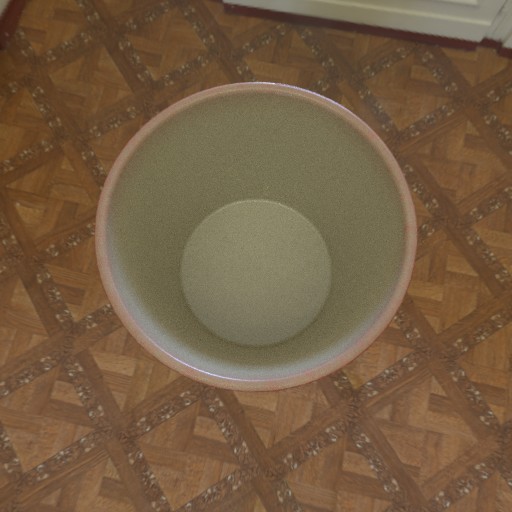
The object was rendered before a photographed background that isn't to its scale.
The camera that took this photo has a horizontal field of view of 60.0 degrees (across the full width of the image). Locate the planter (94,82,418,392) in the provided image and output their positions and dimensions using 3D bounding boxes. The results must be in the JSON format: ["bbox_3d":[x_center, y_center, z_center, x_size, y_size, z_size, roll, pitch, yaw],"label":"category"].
[{"bbox_3d":[0.000,0.000,0.488,0.273,0.237,0.273,0,76,0],"label":"planter"}]
